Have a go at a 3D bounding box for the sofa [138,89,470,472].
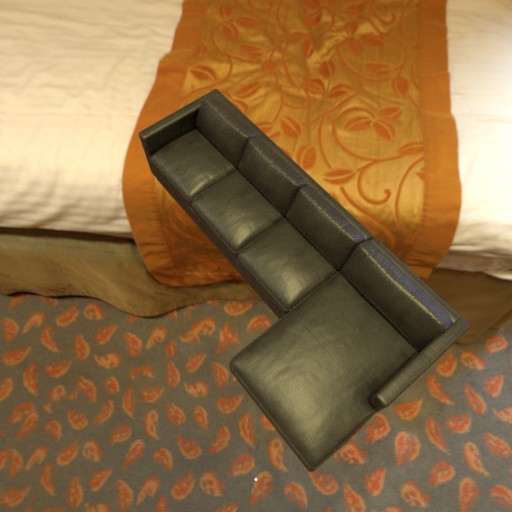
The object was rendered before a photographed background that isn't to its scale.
[{"bbox_3d":[0.000,0.000,3.926,1.581,0.883,3.203,-36,69,-16],"label":"sofa"}]
